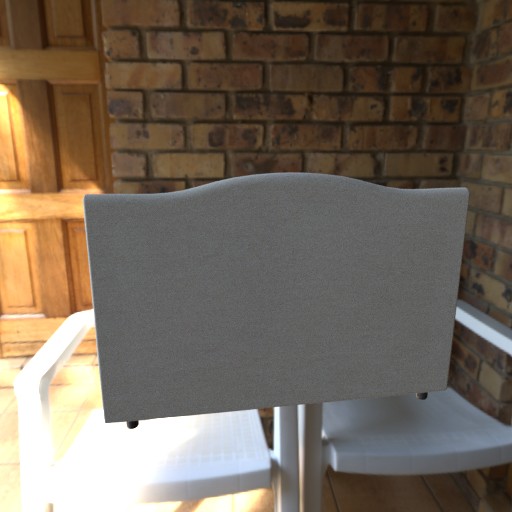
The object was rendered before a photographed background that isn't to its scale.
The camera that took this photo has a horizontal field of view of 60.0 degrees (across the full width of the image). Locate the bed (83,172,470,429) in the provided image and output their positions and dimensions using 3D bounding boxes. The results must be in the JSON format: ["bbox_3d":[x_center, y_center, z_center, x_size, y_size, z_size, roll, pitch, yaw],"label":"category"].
[{"bbox_3d":[0.000,0.000,3.498,2.083,1.421,2.182,-2,14,-9],"label":"bed"}]
